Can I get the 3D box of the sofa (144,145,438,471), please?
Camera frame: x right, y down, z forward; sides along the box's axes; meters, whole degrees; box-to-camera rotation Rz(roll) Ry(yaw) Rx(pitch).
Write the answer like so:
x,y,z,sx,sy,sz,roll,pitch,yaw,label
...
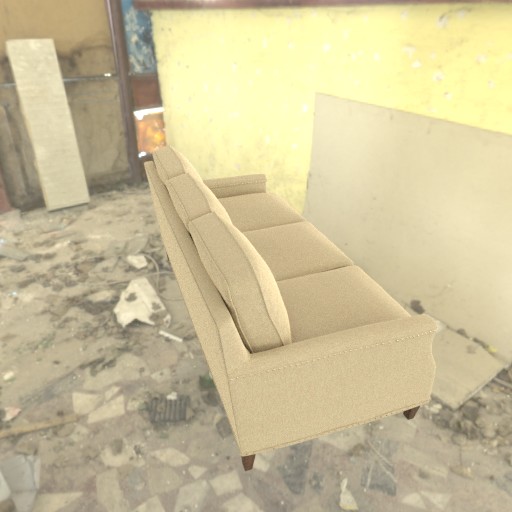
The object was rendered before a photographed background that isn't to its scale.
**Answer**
x,y,z,sx,sy,sz,roll,pitch,yaw,label
0.000,0.000,2.805,1.084,1.003,2.246,-10,30,-17,sofa
